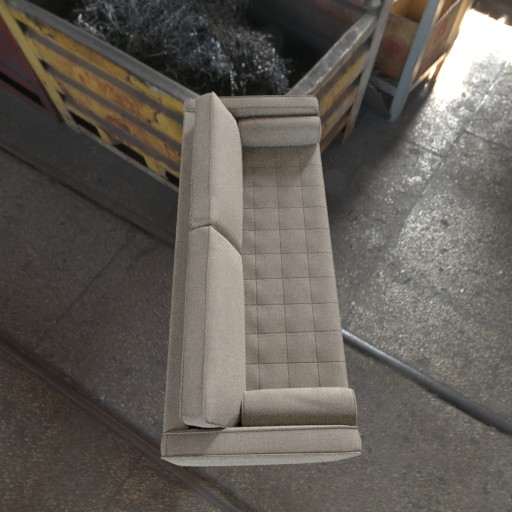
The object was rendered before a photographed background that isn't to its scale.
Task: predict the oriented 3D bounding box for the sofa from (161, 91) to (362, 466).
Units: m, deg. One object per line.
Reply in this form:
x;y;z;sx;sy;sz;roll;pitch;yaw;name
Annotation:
0.000;0.000;2.604;0.914;0.762;2.211;-1;62;-1;sofa
